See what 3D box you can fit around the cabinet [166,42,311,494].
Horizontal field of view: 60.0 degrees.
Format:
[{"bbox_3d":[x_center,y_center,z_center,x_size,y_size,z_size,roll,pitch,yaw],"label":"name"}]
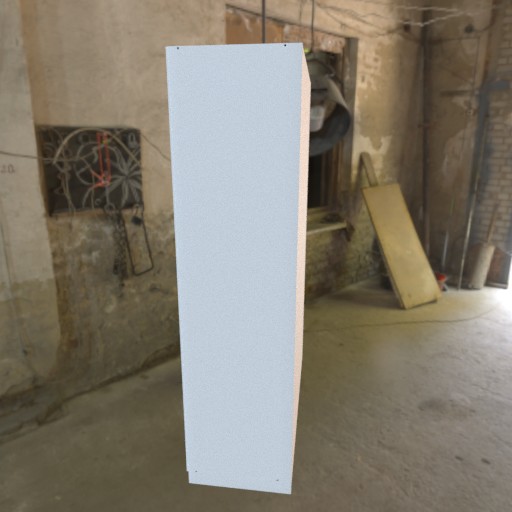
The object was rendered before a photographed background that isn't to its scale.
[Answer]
[{"bbox_3d":[0.000,0.000,2.442,0.510,1.910,1.290,2,16,8],"label":"cabinet"}]
